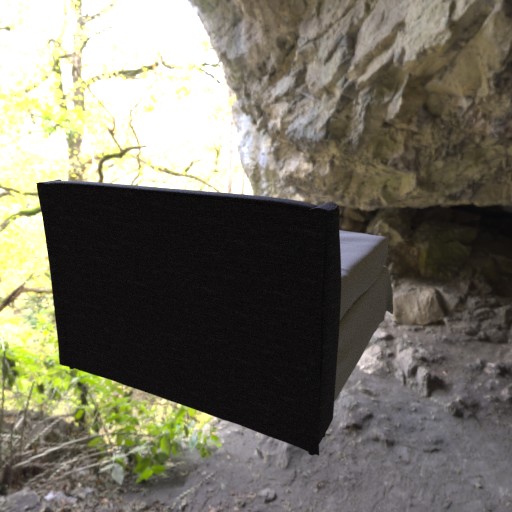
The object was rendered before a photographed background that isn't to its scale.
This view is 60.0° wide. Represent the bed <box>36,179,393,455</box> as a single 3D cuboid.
[{"bbox_3d":[0.000,0.000,3.446,1.925,1.332,2.276,9,19,26],"label":"bed"}]
